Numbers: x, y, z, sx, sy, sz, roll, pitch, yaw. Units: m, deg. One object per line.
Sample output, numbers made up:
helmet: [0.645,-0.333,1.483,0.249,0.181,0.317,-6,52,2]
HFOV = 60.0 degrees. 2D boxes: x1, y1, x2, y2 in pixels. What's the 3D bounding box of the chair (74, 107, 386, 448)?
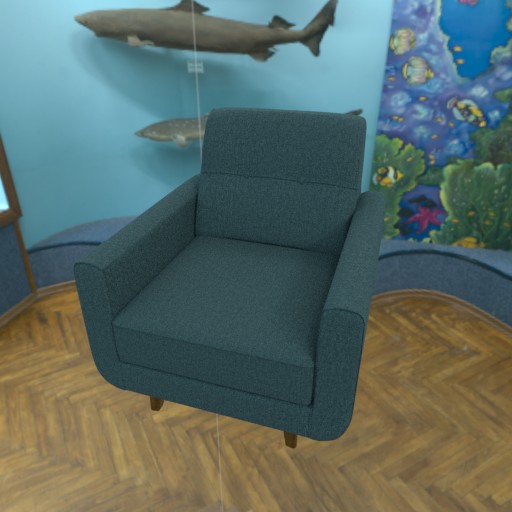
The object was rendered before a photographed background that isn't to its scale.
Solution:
chair: [0.000,0.000,1.674,0.880,0.940,0.964,9,30,16]
